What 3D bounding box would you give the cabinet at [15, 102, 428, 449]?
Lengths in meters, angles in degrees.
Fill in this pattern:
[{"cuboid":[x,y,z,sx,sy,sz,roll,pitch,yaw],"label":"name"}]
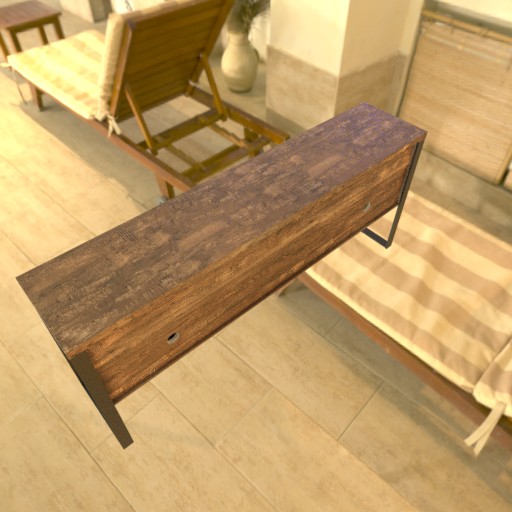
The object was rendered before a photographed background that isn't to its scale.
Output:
[{"cuboid":[0.000,0.000,2.057,1.800,0.762,0.395,-33,55,-27],"label":"cabinet"}]
